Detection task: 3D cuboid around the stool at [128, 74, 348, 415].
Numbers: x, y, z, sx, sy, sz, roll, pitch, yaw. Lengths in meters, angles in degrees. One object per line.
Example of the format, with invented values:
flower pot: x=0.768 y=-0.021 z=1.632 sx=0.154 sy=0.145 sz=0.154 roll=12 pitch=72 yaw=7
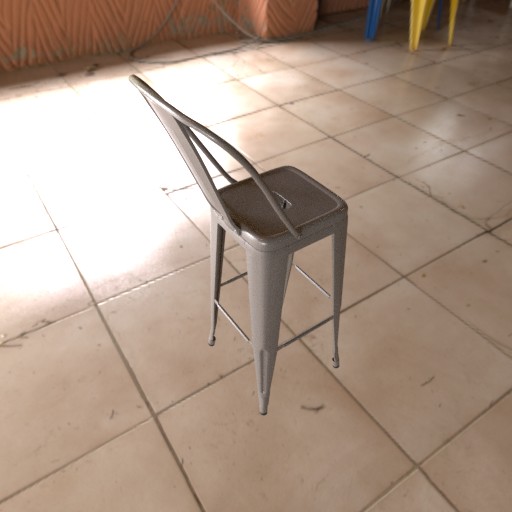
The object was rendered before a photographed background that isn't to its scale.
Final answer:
stool: x=0.000 y=0.000 z=1.316 sx=0.513 sy=1.096 sz=0.399 roll=-24 pitch=47 yaw=-25
